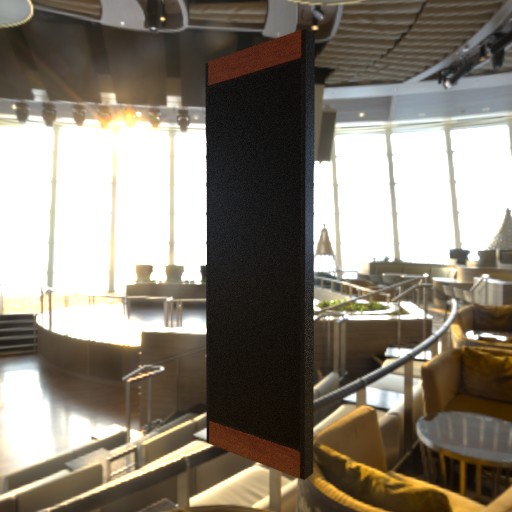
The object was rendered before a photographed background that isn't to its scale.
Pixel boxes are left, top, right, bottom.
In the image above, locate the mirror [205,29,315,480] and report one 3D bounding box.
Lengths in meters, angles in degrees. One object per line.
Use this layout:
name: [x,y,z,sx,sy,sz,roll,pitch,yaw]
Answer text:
mirror: [0.000,0.000,1.223,0.343,1.123,0.047,1,2,38]
